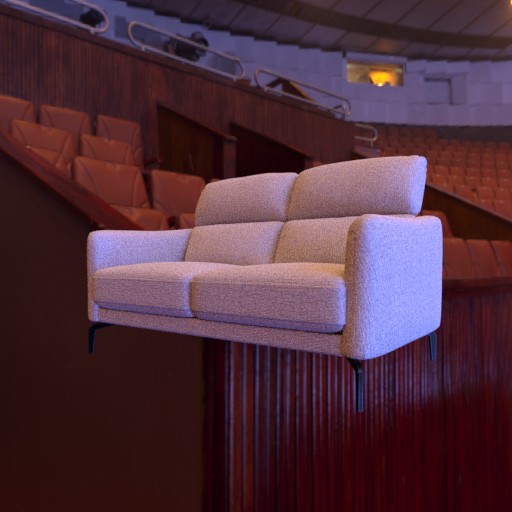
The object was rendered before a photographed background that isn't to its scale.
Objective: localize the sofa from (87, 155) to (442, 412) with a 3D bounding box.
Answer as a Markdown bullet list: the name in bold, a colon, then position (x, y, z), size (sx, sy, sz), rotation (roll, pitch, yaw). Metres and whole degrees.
- **sofa**: position (0.000, 0.000, 2.098), size (1.540, 0.950, 0.905), rotation (0, 0, 36)
